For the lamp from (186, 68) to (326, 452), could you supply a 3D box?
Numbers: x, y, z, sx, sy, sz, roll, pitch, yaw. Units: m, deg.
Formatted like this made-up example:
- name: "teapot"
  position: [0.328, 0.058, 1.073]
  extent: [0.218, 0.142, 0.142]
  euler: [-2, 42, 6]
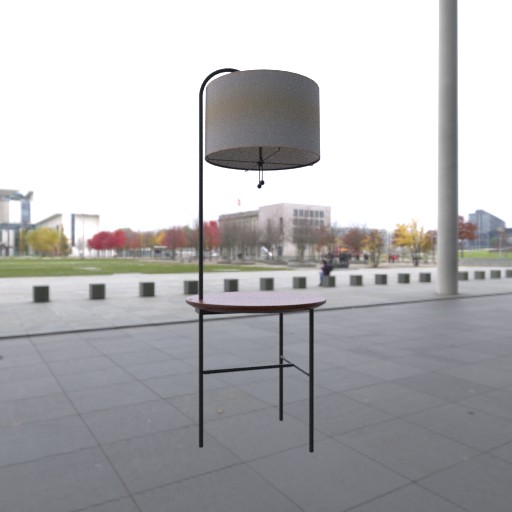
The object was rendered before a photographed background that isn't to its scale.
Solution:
- name: "lamp"
  position: [0.000, 0.000, 1.825]
  extent: [0.573, 1.517, 0.573]
  euler: [0, 0, 0]
